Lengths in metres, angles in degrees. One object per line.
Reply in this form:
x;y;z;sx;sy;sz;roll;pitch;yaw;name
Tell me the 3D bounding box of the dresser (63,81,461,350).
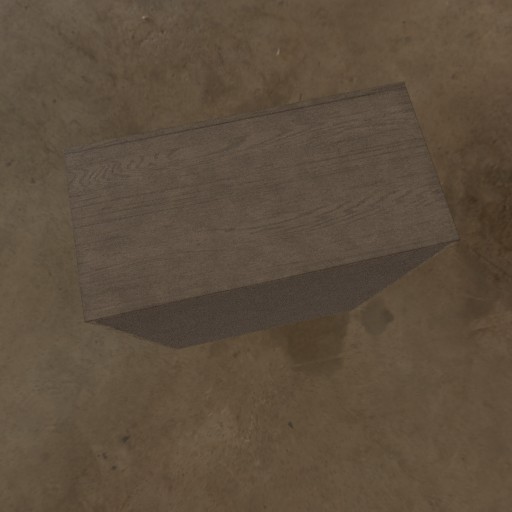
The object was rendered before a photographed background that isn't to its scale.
0.000;0.000;1.793;0.967;1.295;0.483;-12;75;-3;dresser
